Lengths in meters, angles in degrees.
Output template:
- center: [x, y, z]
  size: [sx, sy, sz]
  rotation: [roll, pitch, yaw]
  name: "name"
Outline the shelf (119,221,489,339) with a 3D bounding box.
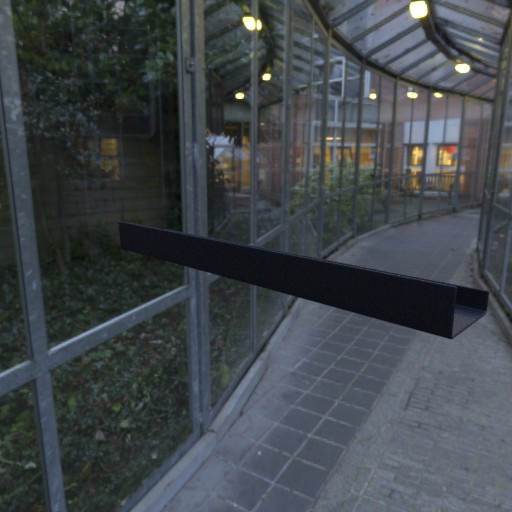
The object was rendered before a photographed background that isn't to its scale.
- center: [0.000, 0.000, 0.649]
  size: [0.605, 0.053, 0.102]
  rotation: [12, 17, 43]
  name: "shelf"
